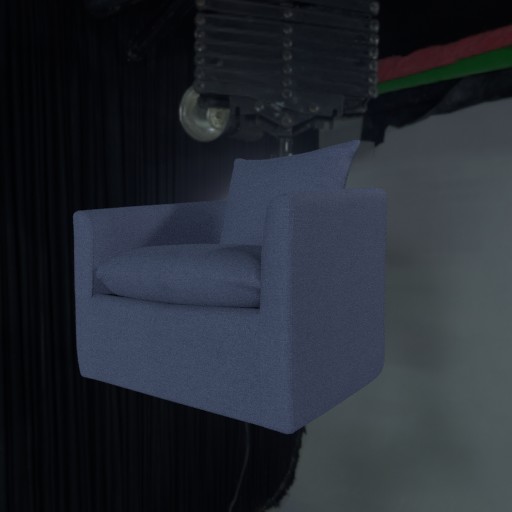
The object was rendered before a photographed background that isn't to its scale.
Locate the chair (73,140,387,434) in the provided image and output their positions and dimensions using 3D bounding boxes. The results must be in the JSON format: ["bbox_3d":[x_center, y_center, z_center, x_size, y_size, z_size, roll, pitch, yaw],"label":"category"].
[{"bbox_3d":[0.000,0.000,1.570,0.845,0.848,0.910,1,1,35],"label":"chair"}]
